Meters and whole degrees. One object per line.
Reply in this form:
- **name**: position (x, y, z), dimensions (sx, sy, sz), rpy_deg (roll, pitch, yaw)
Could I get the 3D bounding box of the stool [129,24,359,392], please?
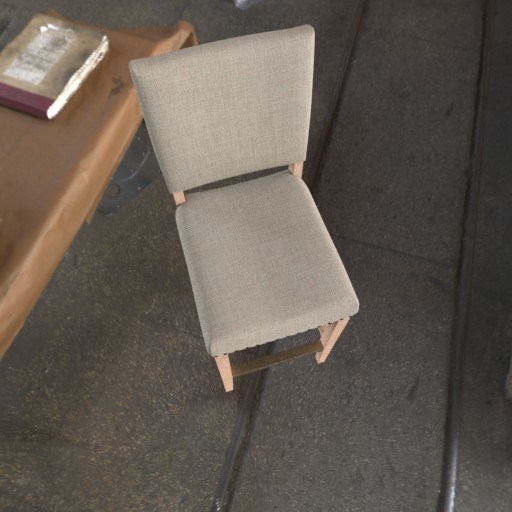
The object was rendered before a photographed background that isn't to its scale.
- **stool**: position (0.000, 0.000, 1.423), dimensions (0.445, 1.173, 0.585), rpy_deg (-15, 65, -7)
